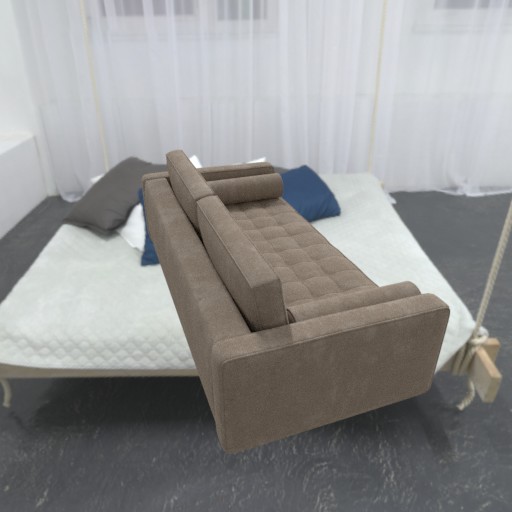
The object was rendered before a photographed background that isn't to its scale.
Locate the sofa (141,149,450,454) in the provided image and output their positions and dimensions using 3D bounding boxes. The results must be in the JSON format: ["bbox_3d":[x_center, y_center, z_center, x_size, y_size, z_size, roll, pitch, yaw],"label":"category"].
[{"bbox_3d":[0.000,0.000,2.337,0.920,0.769,1.883,-10,31,-17],"label":"sofa"}]
